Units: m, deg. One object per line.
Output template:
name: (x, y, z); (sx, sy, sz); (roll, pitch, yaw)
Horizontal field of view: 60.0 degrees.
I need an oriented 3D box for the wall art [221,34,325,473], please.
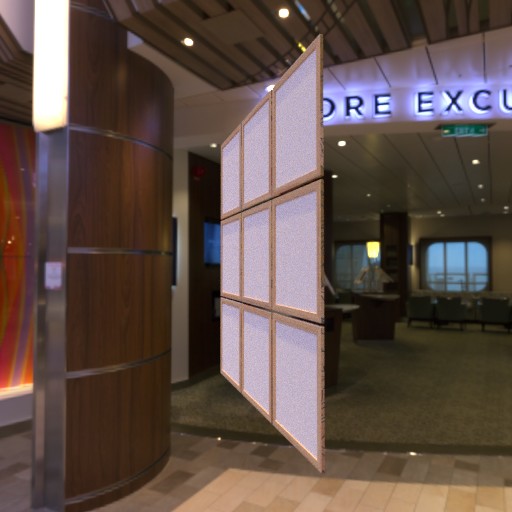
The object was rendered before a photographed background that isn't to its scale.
wall art: (0.000, 0.000, 2.271); (0.013, 1.534, 1.519); (0, -1, -18)
